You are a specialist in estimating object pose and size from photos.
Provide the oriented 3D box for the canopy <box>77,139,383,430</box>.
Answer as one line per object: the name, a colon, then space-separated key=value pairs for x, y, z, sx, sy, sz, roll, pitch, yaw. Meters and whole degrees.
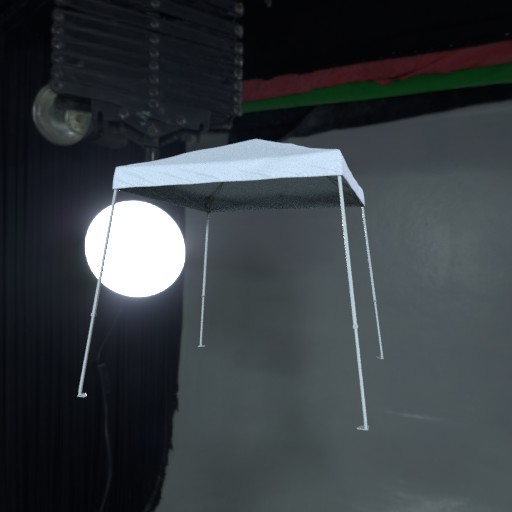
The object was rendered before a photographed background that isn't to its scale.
canopy: x=0.000 y=0.000 z=6.799 sx=3.600 sy=3.600 sz=3.599 roll=0 pitch=-1 yaw=18
